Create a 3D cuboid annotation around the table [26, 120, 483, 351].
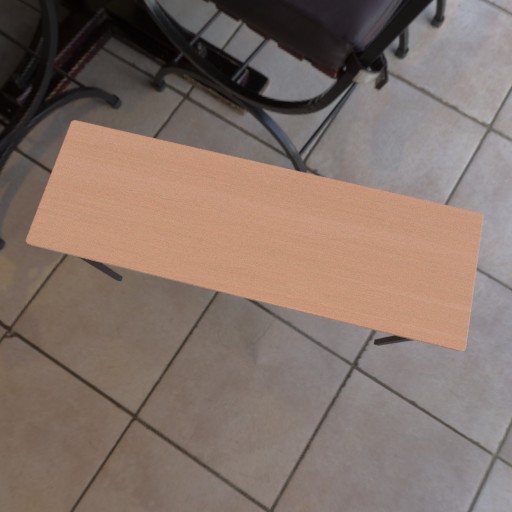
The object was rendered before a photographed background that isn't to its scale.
[{"bbox_3d":[0.000,0.000,1.776,1.397,0.750,0.447,14,77,3],"label":"table"}]
